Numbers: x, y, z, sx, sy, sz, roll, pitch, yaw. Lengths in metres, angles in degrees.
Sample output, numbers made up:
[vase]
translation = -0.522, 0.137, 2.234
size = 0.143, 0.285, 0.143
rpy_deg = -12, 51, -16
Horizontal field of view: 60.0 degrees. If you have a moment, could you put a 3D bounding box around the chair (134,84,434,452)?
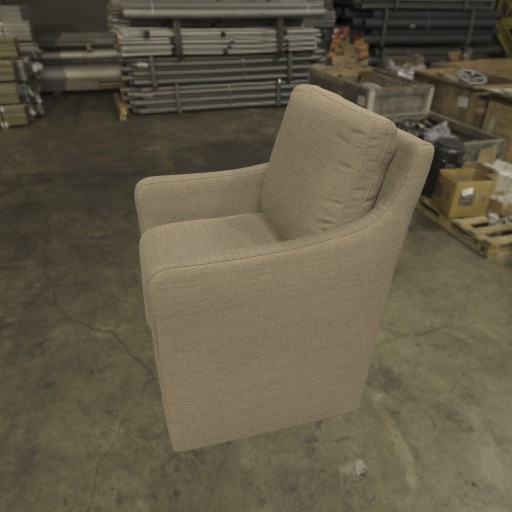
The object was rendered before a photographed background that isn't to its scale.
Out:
[chair]
translation = 0.000, 0.000, 1.363
size = 0.694, 0.914, 0.626
rpy_deg = -8, 31, -13
